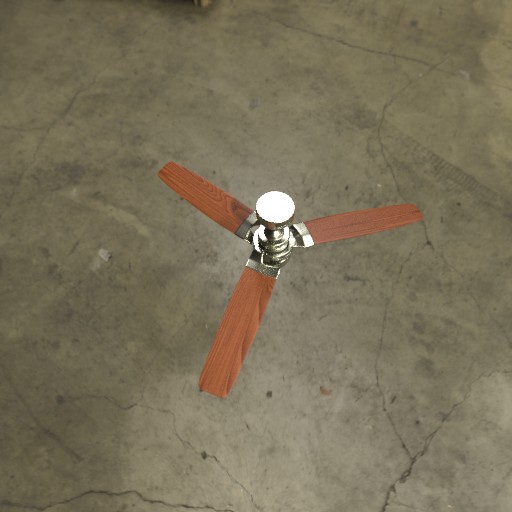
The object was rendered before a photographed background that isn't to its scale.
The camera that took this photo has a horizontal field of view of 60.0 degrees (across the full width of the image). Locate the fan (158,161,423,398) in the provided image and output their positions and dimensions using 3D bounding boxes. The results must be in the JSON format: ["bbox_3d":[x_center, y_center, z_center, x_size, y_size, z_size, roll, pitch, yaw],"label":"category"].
[{"bbox_3d":[0.000,0.000,2.063,1.416,0.410,1.271,18,61,10],"label":"fan"}]
